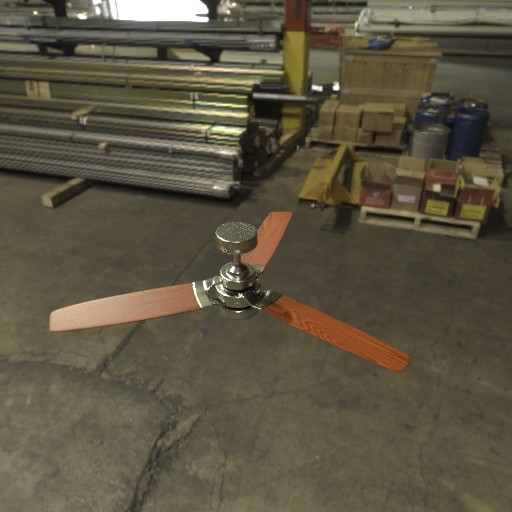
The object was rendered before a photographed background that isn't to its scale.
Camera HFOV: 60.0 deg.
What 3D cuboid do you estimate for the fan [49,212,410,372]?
[{"bbox_3d":[0.000,0.000,2.050,1.416,0.410,1.271,10,34,15],"label":"fan"}]
